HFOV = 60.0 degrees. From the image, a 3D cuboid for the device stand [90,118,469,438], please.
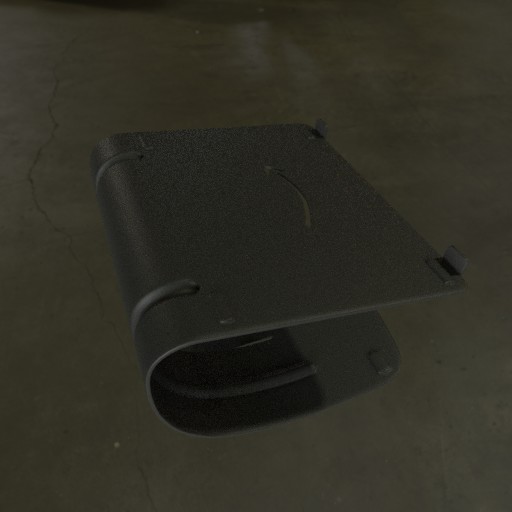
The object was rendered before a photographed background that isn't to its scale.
[{"bbox_3d":[0.000,0.000,0.396,0.236,0.155,0.256,-16,47,-16],"label":"device stand"}]
